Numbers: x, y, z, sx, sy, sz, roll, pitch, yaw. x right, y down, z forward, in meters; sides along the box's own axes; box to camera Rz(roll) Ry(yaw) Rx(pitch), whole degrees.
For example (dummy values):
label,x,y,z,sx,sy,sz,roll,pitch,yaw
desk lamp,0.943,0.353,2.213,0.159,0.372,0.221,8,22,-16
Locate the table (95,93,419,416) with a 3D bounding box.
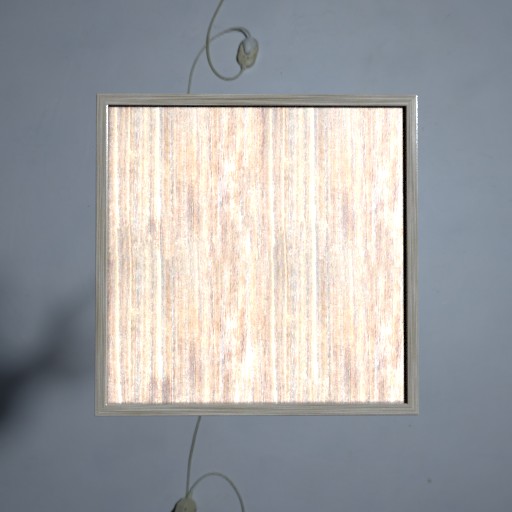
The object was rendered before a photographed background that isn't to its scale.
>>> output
label,x,y,z,sx,sy,sz,roll,pitch,yaw
table,0.000,0.000,1.092,0.611,0.507,0.609,0,89,-1
